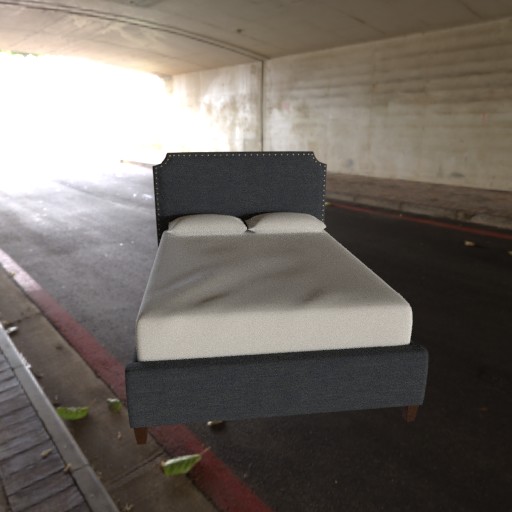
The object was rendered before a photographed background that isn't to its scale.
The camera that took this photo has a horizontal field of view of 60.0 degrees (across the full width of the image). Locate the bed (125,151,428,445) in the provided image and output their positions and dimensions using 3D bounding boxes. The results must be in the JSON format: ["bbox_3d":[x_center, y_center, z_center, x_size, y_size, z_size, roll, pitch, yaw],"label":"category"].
[{"bbox_3d":[0.000,0.000,3.443,1.713,1.443,2.372,-2,17,-7],"label":"bed"}]
